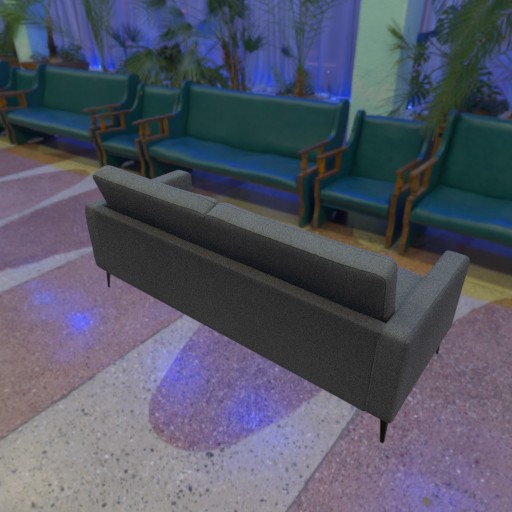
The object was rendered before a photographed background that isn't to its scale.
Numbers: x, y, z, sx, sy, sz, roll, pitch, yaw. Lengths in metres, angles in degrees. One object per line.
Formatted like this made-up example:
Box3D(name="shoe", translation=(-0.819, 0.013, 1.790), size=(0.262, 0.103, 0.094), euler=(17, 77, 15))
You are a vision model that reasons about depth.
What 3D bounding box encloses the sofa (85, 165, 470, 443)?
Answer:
Box3D(name="sofa", translation=(0.000, 0.000, 2.368), size=(1.925, 0.828, 0.774), euler=(22, 37, 32))
